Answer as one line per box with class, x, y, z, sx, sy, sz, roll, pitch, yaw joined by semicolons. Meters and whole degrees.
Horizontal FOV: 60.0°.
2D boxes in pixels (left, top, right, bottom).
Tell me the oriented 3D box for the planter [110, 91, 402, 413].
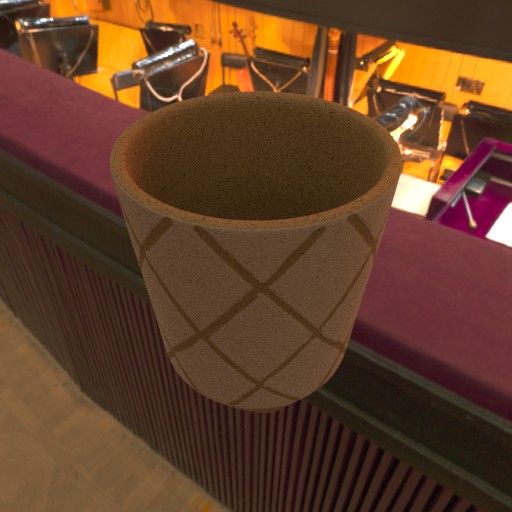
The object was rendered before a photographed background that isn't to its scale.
planter;0.000;0.000;0.361;0.191;0.199;0.191;0;41;0
